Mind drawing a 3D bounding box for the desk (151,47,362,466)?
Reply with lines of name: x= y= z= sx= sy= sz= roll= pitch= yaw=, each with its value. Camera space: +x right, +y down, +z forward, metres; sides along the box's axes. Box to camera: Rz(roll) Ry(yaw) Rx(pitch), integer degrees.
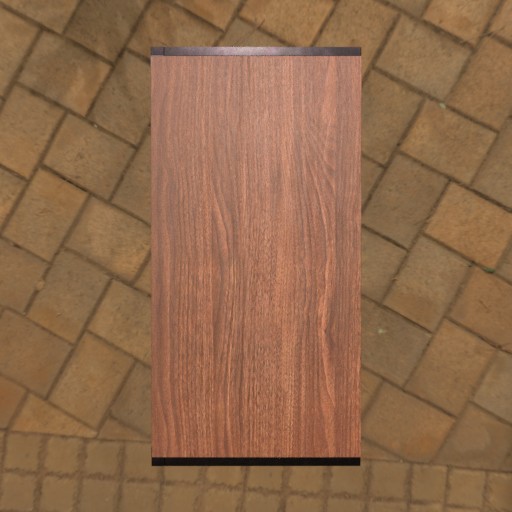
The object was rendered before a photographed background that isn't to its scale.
desk: x=0.000 y=0.000 z=1.449 sx=0.508 sy=0.762 sz=1.016 roll=0 pitch=90 yaw=0
